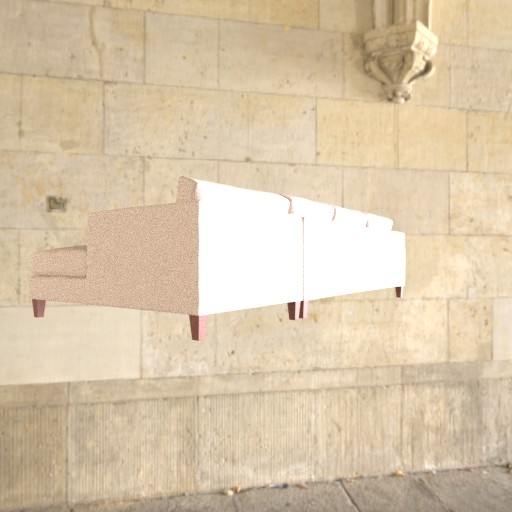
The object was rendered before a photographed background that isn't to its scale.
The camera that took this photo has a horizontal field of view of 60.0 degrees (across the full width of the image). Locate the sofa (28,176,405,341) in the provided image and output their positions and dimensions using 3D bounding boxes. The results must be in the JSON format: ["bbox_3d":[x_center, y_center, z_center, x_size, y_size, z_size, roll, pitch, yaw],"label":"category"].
[{"bbox_3d":[0.000,0.000,3.888,1.625,0.861,3.186,0,-1,36],"label":"sofa"}]
